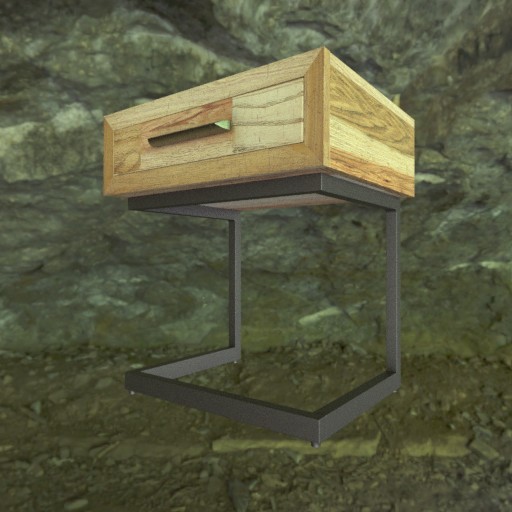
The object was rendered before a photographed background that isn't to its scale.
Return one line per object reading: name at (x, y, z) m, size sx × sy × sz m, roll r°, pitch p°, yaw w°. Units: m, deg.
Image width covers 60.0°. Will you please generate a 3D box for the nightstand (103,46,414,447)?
nightstand at (0.000, 0.000, 0.997) m, size 0.558 × 0.632 × 0.481 m, roll 0°, pitch 0°, yaw 37°
